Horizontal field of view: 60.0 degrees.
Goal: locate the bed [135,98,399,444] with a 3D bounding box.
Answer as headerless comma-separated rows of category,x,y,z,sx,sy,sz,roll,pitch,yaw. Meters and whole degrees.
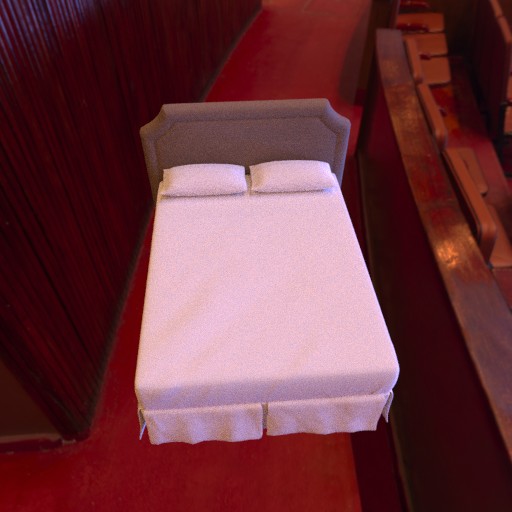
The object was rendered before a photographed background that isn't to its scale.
bed,0.000,0.000,3.154,1.693,1.290,2.116,-3,46,-3
